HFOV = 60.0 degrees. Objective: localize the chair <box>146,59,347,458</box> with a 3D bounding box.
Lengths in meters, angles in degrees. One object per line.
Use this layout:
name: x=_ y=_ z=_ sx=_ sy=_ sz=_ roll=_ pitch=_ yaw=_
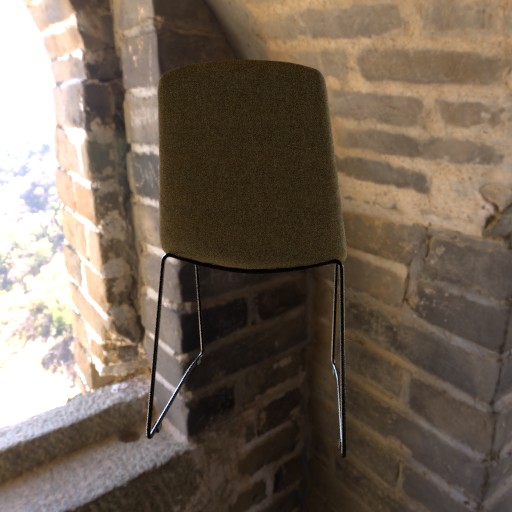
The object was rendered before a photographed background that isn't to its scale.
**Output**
chair: x=0.000 y=0.000 z=1.127 sx=0.479 sy=0.849 sz=0.496 roll=2 pitch=15 yaw=8
